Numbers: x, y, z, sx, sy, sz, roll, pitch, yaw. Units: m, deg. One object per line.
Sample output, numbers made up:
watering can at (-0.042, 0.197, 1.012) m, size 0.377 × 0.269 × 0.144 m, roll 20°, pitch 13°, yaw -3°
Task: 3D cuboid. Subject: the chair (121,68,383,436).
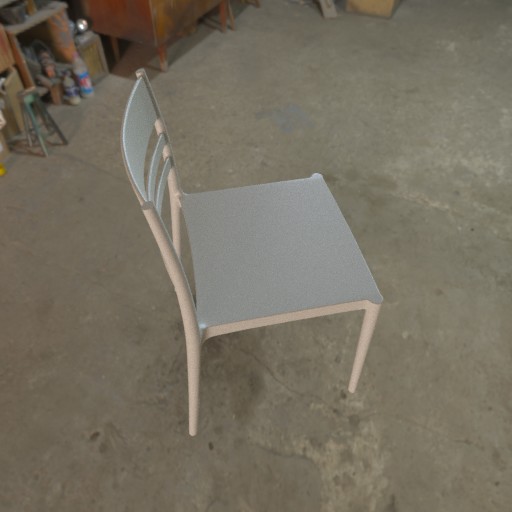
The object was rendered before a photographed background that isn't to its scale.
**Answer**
chair at (0.000, 0.000, 1.132) m, size 0.511 × 0.800 × 0.531 m, roll -9°, pitch 48°, yaw -8°
